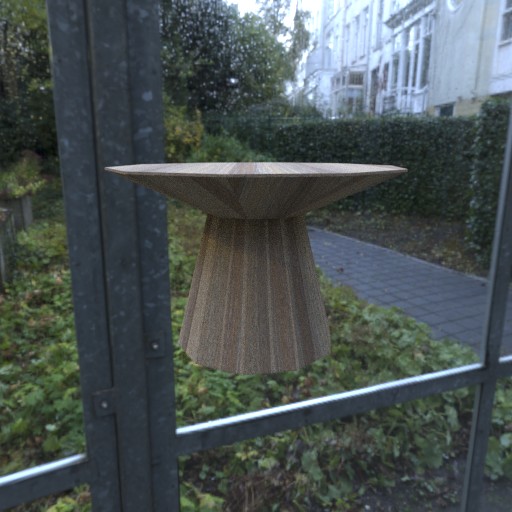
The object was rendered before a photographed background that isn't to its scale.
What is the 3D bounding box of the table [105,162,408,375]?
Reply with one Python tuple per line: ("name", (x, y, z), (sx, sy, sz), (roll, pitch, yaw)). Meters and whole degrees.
("table", (0.000, 0.000, 1.898), (1.186, 0.752, 1.186), (0, 13, 0))
